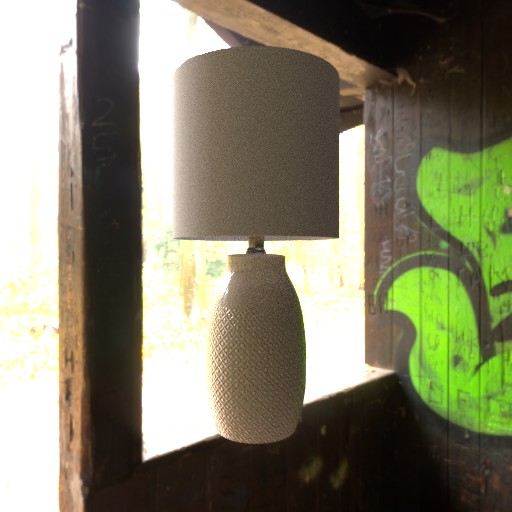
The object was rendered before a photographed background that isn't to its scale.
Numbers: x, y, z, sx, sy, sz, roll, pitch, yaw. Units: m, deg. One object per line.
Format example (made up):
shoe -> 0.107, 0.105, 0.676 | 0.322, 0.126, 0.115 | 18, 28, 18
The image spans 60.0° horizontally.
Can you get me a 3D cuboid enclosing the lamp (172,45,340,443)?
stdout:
lamp -> 0.000, 0.000, 0.585 | 0.217, 0.453, 0.217 | 0, 0, 19
